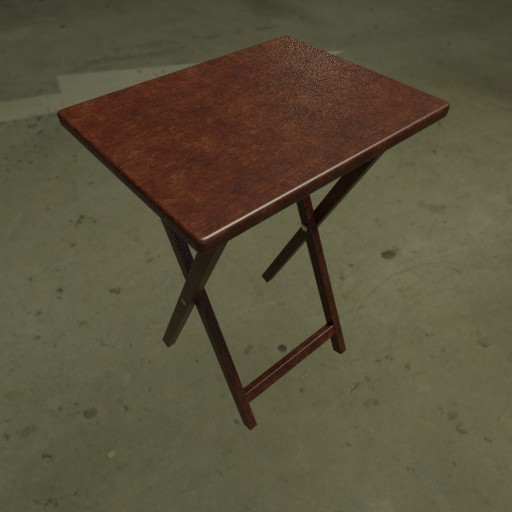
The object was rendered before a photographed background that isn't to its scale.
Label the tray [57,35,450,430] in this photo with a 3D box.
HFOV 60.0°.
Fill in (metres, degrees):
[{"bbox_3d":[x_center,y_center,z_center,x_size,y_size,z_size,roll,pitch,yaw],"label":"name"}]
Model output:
[{"bbox_3d":[0.000,0.000,0.919,0.483,0.660,0.381,-32,54,-27],"label":"tray"}]
